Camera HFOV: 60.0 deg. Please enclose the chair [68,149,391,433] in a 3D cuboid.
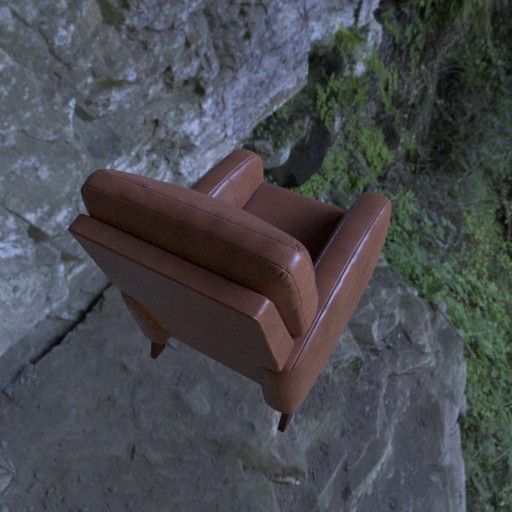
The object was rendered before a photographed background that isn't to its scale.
[{"bbox_3d":[0.000,0.000,1.657,0.762,0.990,0.990,23,51,20],"label":"chair"}]
